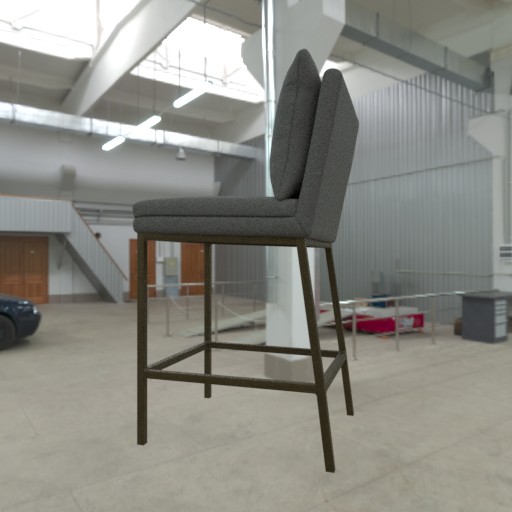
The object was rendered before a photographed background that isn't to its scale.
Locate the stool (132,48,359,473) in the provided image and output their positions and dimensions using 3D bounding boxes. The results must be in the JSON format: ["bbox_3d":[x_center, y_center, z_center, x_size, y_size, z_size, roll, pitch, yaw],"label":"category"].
[{"bbox_3d":[0.000,0.000,1.335,0.569,1.030,0.463,0,0,19],"label":"stool"}]
